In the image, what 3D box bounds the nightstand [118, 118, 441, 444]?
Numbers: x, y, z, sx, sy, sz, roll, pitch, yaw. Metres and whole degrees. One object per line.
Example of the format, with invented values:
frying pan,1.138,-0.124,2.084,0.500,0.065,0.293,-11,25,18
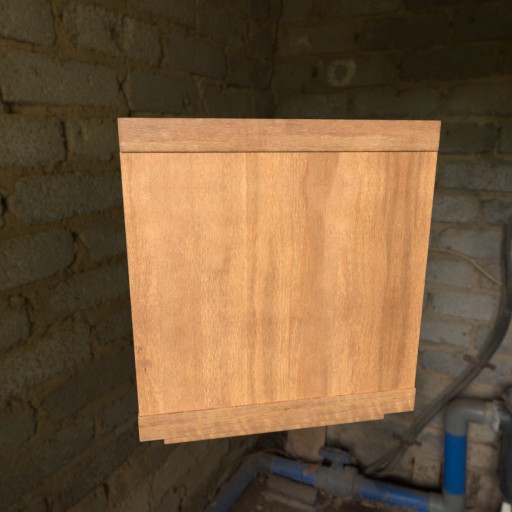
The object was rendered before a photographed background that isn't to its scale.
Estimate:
nightstand,0.000,0.000,0.870,0.436,0.491,0.493,-3,15,-10
